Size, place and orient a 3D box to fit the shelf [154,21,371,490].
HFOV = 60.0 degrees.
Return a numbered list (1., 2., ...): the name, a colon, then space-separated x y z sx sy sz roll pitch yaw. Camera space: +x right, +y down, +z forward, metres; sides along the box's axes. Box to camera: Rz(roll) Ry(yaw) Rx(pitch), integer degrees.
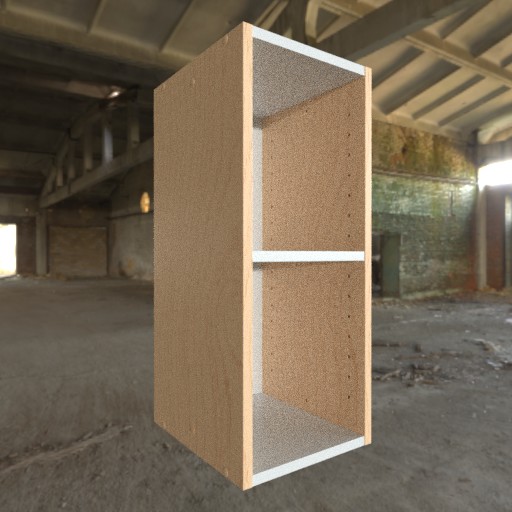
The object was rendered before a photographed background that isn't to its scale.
1. shelf: 0.000 0.000 0.756 0.250 0.600 0.290 0 0 -36
